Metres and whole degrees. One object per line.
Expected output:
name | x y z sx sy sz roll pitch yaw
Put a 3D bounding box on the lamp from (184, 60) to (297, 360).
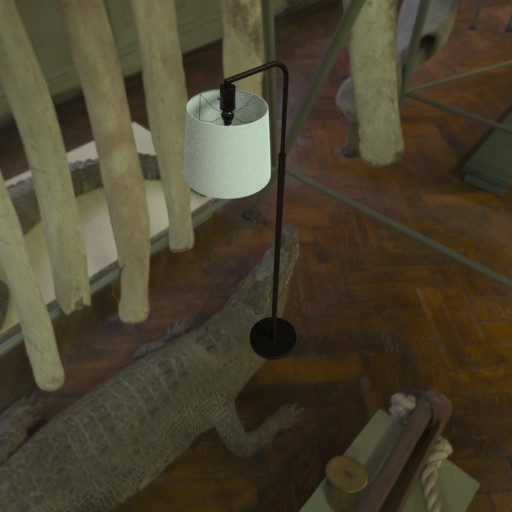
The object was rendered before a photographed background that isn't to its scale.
lamp | 0.000 0.000 1.708 0.254 1.478 0.508 34 55 27
